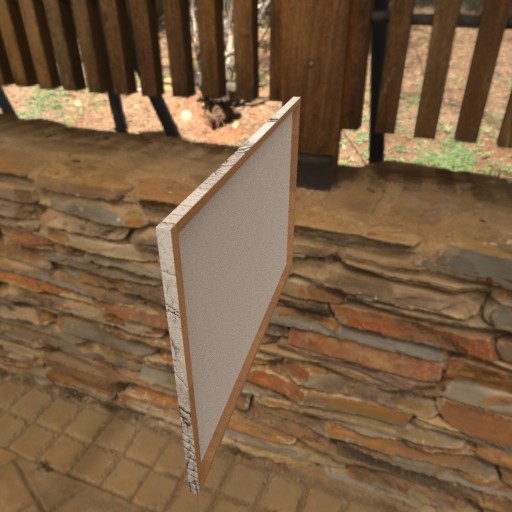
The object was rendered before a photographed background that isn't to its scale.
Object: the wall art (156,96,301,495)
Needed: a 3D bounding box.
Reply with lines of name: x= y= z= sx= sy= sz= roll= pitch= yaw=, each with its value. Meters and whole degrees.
wall art: x=0.000 y=0.000 z=1.128 sx=0.023 sy=0.607 sz=0.914 roll=8 pitch=32 yaw=14
